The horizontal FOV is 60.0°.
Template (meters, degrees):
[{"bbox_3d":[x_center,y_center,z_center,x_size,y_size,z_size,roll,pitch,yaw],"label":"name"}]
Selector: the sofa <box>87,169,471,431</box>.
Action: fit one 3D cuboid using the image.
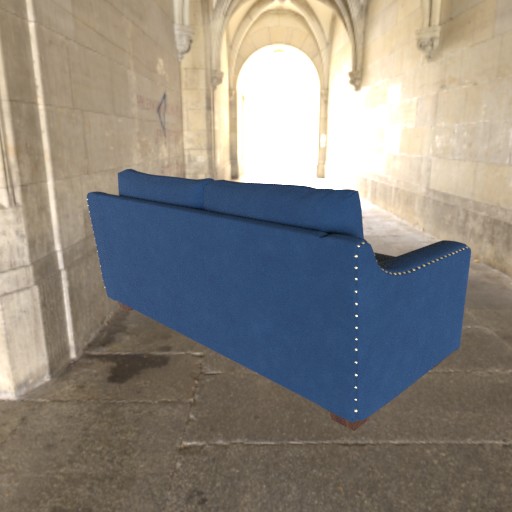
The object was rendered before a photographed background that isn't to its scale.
[{"bbox_3d":[0.000,0.000,2.666,1.104,0.983,2.107,-14,20,-43],"label":"sofa"}]
